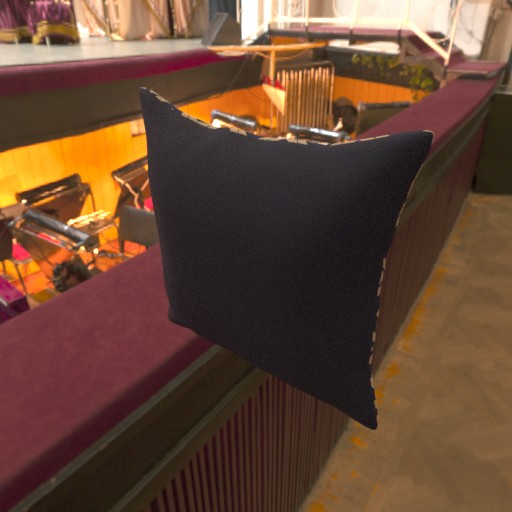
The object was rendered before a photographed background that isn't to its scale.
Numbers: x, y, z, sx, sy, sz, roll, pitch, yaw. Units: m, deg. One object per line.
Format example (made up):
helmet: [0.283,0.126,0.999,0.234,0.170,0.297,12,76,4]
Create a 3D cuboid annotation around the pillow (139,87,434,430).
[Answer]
pillow: [0.000,0.000,0.749,0.504,0.494,0.188,20,35,32]
